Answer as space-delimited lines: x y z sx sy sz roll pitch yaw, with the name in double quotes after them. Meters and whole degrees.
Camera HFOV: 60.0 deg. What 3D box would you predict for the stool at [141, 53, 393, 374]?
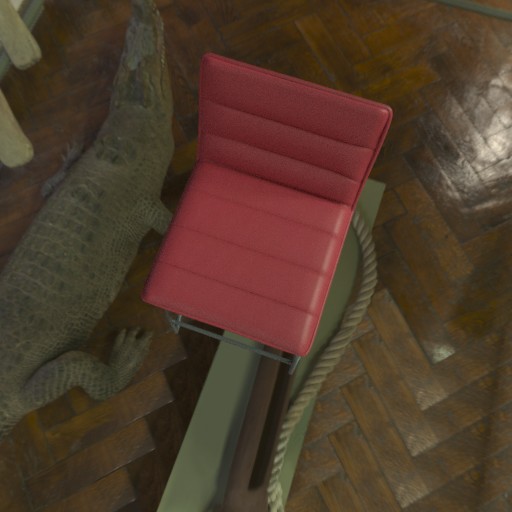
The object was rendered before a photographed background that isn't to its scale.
0.000 0.000 1.230 0.489 0.937 0.524 18 76 5 "stool"
